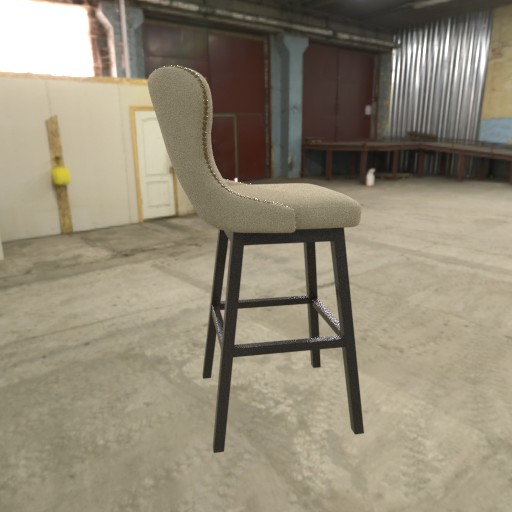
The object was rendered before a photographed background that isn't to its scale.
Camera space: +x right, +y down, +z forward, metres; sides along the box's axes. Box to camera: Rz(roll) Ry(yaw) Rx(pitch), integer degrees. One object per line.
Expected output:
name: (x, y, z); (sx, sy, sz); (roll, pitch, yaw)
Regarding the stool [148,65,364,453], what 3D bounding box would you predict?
stool: (0.000, 0.000, 1.407); (0.605, 1.066, 0.528); (-3, 16, -10)
